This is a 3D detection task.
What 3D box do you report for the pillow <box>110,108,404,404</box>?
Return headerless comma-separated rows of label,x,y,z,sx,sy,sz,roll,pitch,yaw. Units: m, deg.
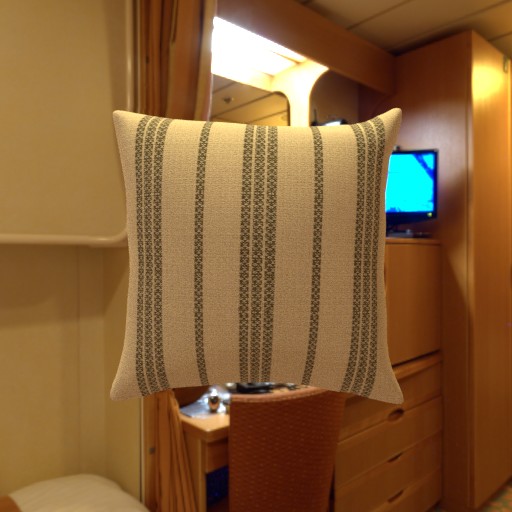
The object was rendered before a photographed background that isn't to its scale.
pillow,0.000,0.000,0.615,0.405,0.406,0.173,0,0,1
